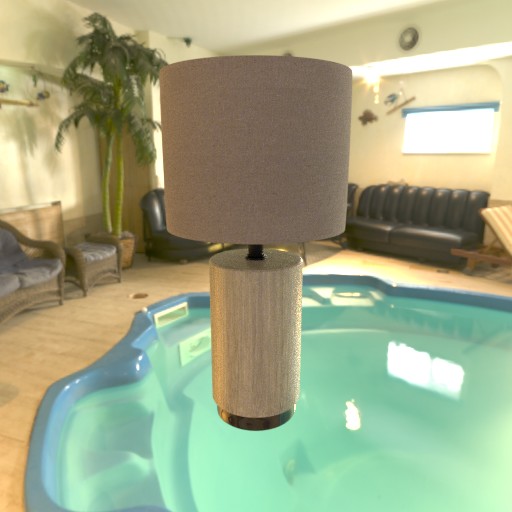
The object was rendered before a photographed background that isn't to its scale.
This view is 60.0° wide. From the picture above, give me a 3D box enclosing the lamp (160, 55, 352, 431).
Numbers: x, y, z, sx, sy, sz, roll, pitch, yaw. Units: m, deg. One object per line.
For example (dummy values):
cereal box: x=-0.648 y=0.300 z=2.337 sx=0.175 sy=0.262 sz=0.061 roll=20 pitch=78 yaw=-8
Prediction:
lamp: x=0.000 y=0.000 z=0.581 sx=0.228 sy=0.444 sz=0.228 roll=7 pitch=15 yaw=26
